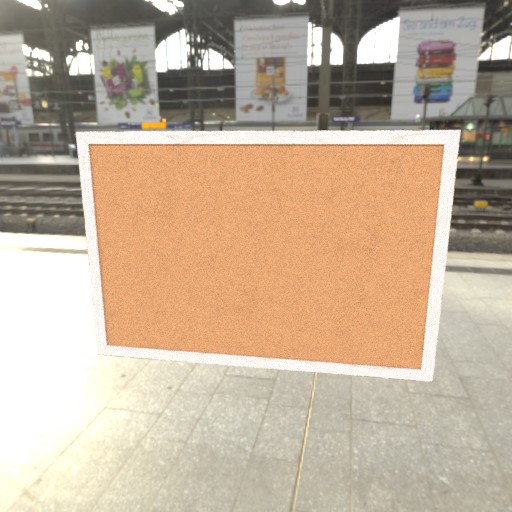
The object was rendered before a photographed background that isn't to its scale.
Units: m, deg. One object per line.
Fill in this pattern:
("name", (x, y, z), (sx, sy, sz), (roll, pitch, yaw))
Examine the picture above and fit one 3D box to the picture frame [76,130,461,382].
("picture frame", (0.000, 0.000, 1.178), (0.950, 0.640, 0.029), (2, 15, 9))
